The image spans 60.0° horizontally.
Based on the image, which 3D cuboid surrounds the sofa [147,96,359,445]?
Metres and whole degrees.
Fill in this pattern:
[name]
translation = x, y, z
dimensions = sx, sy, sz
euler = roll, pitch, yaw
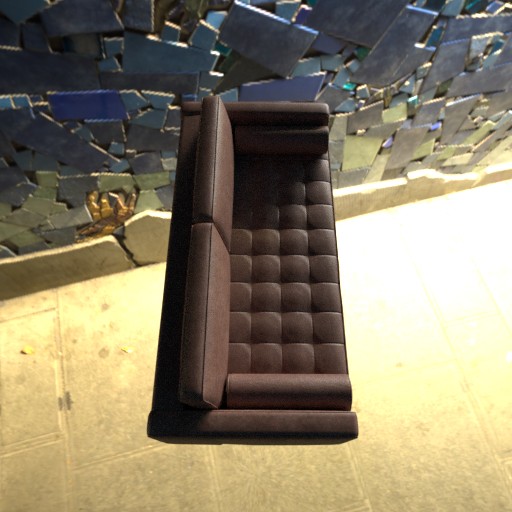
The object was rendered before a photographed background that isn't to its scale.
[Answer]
[sofa]
translation = 0.000, 0.000, 2.390
dimensions = 0.910, 0.760, 1.870
euler = 0, 64, 0
